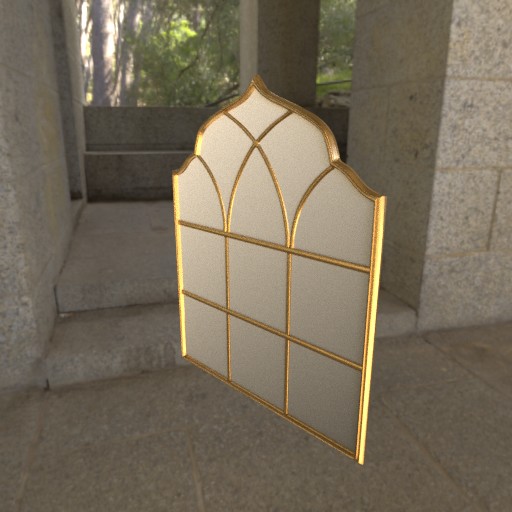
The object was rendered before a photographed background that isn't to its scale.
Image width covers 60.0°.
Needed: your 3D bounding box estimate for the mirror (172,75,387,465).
[{"bbox_3d":[0.000,0.000,0.836,0.513,0.635,0.018,16,23,43],"label":"mirror"}]
